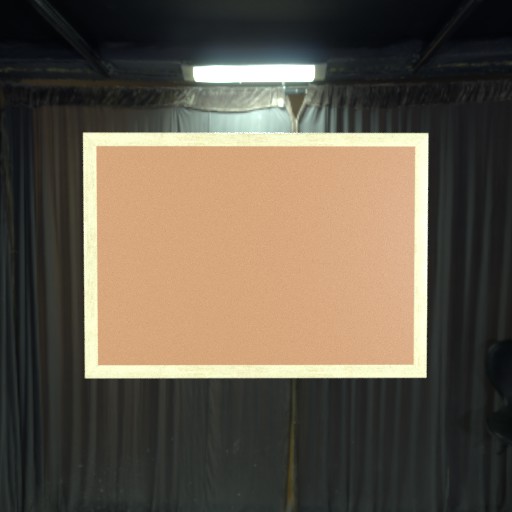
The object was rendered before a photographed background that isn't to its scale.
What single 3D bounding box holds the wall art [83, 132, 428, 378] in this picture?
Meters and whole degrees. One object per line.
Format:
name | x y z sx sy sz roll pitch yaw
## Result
wall art | 0.000 0.000 0.702 0.533 0.381 0.032 0 1 0
